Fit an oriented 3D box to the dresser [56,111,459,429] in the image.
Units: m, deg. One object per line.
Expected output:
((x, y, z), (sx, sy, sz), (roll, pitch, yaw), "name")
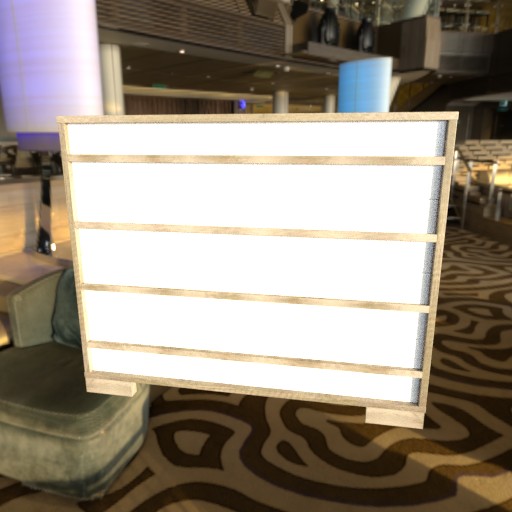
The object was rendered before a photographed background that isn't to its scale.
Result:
((0.000, 0.000, 1.369), (0.994, 0.816, 0.404), (3, 15, 10), "dresser")
